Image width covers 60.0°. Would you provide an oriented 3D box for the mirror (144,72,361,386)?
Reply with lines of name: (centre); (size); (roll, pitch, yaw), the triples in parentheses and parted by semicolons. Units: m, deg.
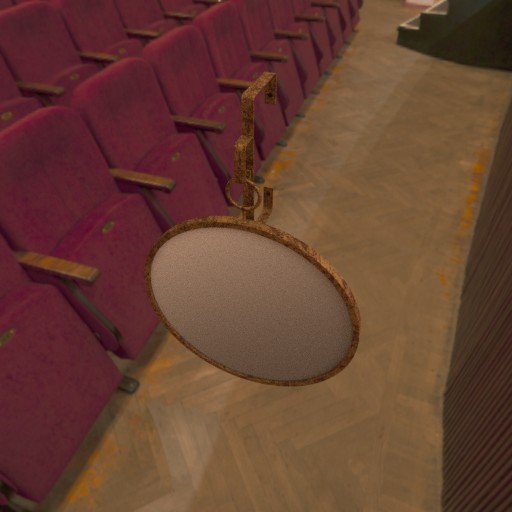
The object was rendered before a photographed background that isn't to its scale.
mirror: (0.000, 0.000, 0.857); (0.447, 0.651, 0.144); (13, 43, 14)
